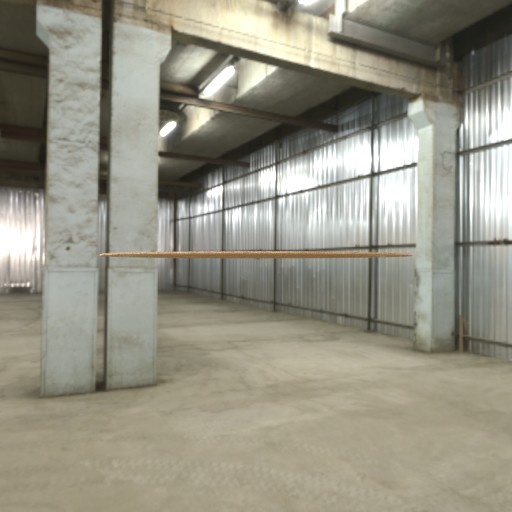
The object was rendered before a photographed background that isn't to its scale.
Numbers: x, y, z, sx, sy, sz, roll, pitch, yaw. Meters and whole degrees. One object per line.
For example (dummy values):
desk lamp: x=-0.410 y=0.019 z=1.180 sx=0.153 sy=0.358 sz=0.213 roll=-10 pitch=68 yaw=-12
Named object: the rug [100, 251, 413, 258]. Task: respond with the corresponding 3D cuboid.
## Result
rug: x=0.000 y=0.000 z=3.674 sx=2.444 sy=0.015 sz=2.444 roll=0 pitch=-1 yaw=0
